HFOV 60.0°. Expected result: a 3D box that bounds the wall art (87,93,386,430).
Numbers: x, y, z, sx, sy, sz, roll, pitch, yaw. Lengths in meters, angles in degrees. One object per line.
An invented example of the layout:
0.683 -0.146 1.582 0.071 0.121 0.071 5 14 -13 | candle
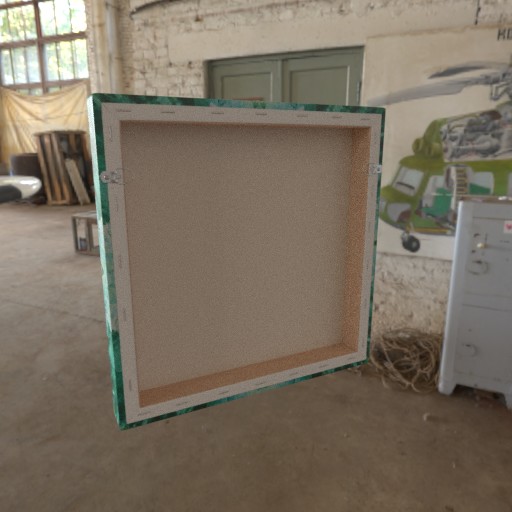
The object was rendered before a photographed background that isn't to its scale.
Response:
0.000 0.000 0.477 0.313 0.313 0.033 -7 16 -26 | wall art
